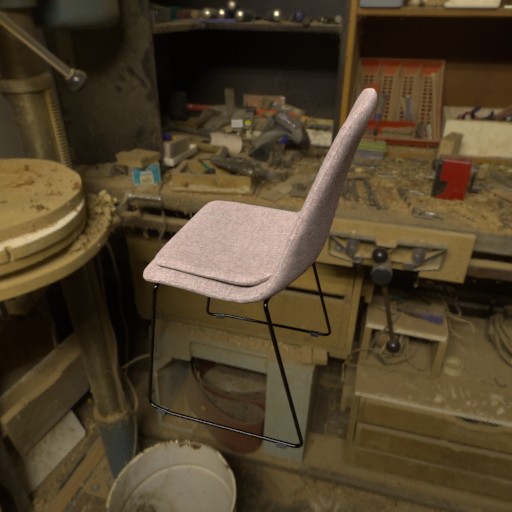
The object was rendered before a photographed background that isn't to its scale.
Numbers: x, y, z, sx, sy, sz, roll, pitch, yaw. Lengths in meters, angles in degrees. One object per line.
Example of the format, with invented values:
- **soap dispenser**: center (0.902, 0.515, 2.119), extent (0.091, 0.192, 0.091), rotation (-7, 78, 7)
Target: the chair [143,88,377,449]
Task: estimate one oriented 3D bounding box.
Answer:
- **chair**: center (0.000, 0.000, 1.186), extent (0.518, 0.858, 0.479), rotation (9, 32, 15)
